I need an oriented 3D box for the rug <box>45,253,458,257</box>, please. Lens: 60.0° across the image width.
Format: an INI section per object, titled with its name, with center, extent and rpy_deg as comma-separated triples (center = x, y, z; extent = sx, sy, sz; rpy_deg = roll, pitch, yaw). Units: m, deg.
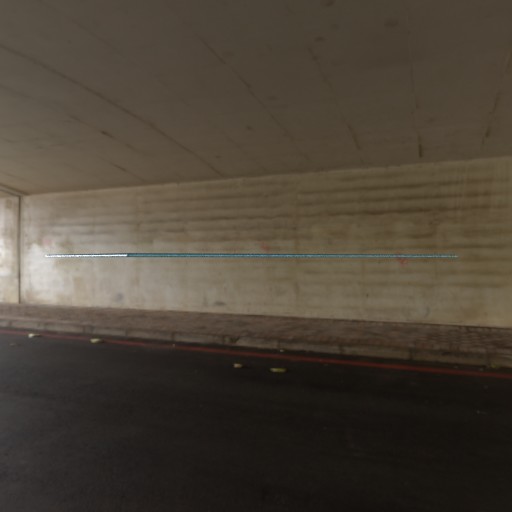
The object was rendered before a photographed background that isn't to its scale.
[rug]
center = 0.000, 0.000, 2.355
extent = 1.833, 0.012, 1.211
rpy_deg = 0, 0, -36
